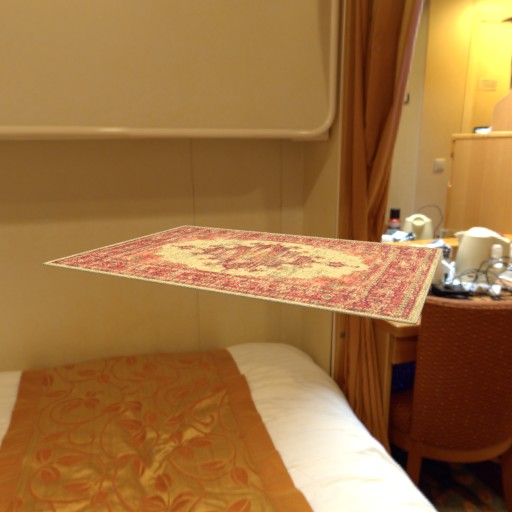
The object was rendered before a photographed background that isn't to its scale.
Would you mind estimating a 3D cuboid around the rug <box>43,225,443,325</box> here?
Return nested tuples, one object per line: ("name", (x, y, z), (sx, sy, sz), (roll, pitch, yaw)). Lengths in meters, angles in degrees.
("rug", (0.000, 0.000, 3.842), (2.878, 0.014, 2.005), (7, 15, 25))
